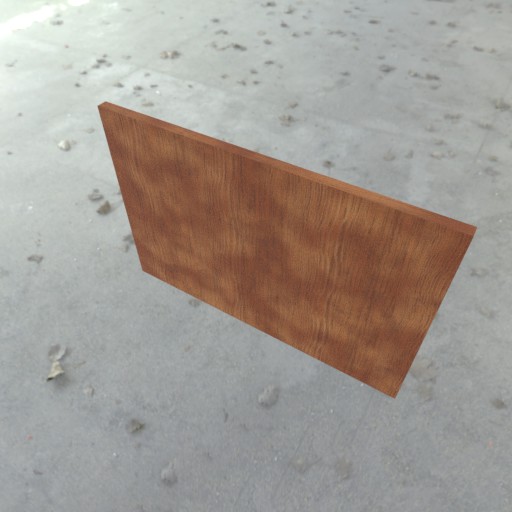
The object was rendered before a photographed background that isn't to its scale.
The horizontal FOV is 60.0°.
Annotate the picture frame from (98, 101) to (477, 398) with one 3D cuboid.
[{"bbox_3d":[0.000,0.000,1.221,0.950,0.640,0.029,24,50,21],"label":"picture frame"}]
